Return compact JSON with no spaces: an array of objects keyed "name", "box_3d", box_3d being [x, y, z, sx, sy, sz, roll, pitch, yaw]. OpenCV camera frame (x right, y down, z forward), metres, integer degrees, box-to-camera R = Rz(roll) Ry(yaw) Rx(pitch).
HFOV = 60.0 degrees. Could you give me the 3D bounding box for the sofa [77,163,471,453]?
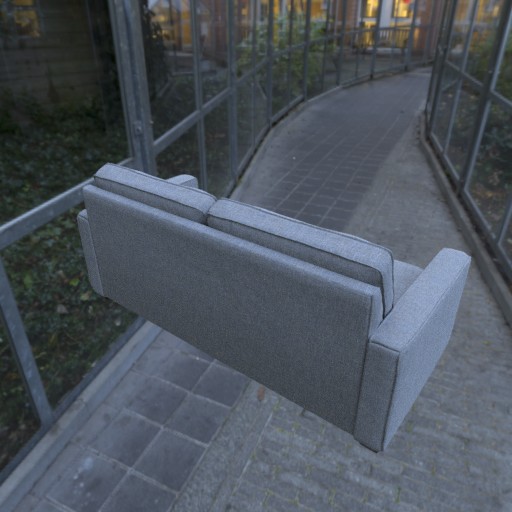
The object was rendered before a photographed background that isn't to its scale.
[{"name":"sofa","box_3d":[0.000,0.000,2.527,2.078,0.918,0.945,21,35,32]}]
